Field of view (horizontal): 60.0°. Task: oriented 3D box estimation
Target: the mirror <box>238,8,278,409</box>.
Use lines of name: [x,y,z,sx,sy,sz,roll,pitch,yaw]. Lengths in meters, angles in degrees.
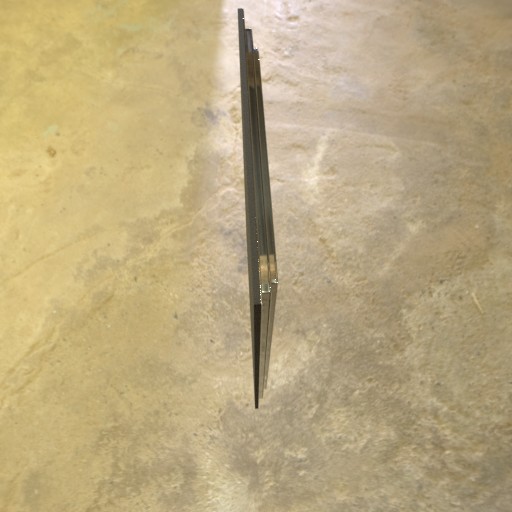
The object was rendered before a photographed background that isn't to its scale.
mirror: [0.000,0.000,1.126,0.039,0.914,0.613,-3,63,-1]
